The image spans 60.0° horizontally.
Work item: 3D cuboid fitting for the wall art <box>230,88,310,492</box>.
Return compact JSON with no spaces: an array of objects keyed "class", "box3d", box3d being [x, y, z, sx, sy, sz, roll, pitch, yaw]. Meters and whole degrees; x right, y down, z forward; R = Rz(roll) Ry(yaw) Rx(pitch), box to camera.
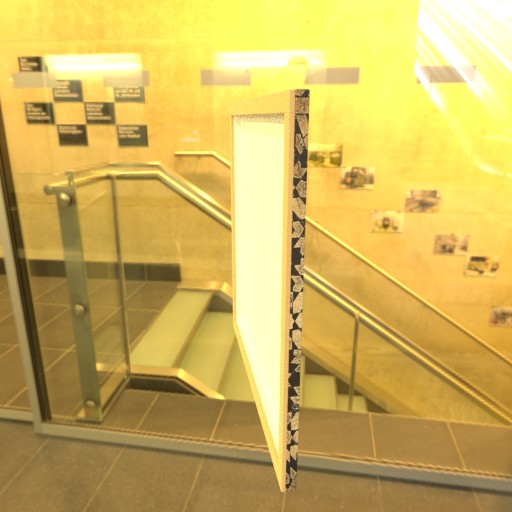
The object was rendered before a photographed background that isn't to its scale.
[{"class":"wall art","box3d":[0.000,0.000,1.366,0.038,0.914,0.914,-3,18,-10]}]
